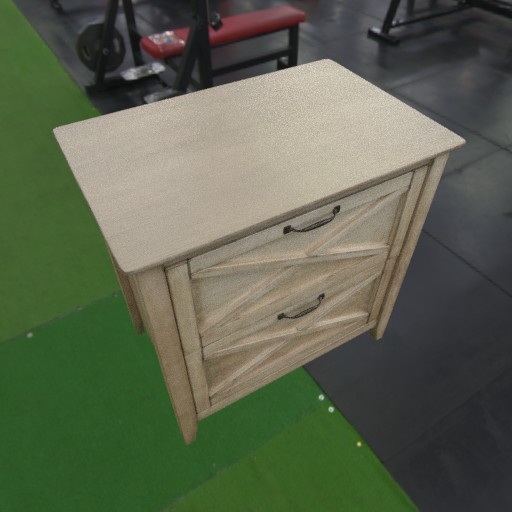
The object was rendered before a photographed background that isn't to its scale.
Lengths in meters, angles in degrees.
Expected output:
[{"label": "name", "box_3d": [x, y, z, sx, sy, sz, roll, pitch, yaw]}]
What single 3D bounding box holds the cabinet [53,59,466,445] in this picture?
[{"label": "cabinet", "box_3d": [0.000, 0.000, 1.240, 0.763, 0.762, 0.503, -23, 50, -20]}]
